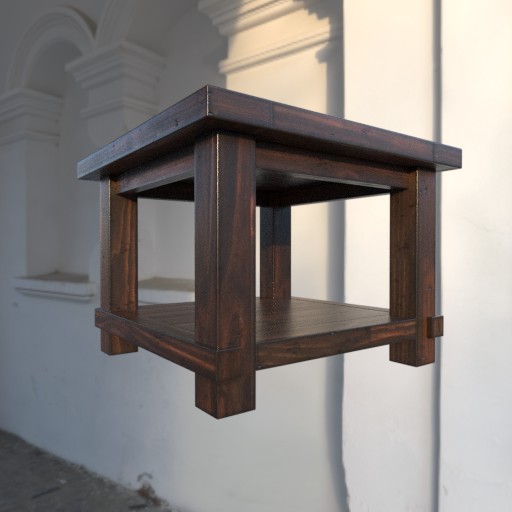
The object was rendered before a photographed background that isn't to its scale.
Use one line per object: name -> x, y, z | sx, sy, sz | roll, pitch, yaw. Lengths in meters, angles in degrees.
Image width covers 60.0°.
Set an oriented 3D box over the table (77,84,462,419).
table -> 0.000, 0.000, 0.970 | 0.593, 0.437, 0.606 | -1, 1, -36
